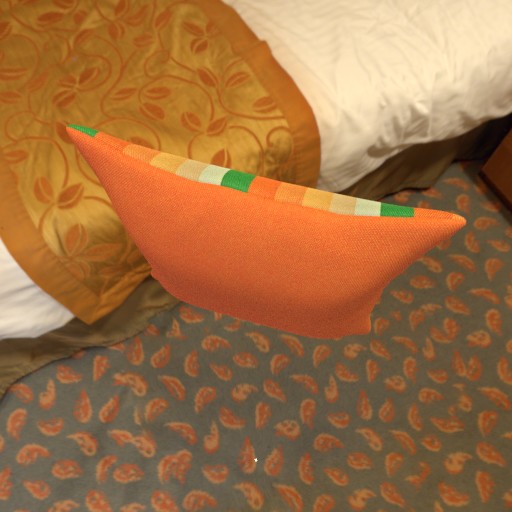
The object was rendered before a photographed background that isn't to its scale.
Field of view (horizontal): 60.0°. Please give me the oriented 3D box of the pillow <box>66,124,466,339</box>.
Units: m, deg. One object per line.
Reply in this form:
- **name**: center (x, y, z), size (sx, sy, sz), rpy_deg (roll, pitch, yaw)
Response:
- **pillow**: center (0.000, 0.000, 0.682), size (0.453, 0.444, 0.169), rpy_deg (14, 66, 7)
